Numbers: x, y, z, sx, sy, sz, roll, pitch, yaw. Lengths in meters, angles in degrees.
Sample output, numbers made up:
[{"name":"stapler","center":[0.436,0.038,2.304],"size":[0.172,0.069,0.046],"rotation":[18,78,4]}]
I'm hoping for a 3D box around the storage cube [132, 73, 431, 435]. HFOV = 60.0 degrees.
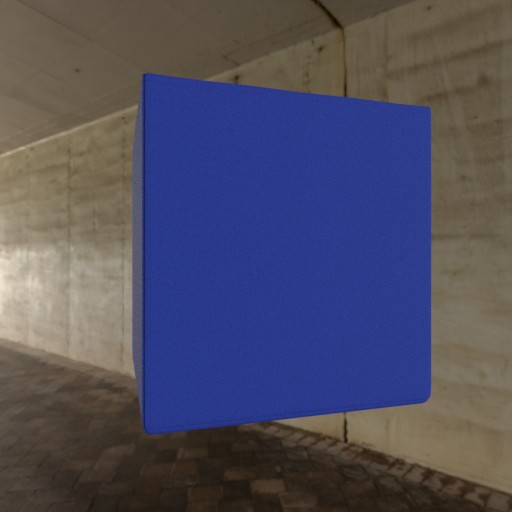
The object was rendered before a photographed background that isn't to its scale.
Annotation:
[{"name":"storage cube","center":[0.000,0.000,0.504],"size":[0.270,0.280,0.270],"rotation":[0,0,-17]}]
